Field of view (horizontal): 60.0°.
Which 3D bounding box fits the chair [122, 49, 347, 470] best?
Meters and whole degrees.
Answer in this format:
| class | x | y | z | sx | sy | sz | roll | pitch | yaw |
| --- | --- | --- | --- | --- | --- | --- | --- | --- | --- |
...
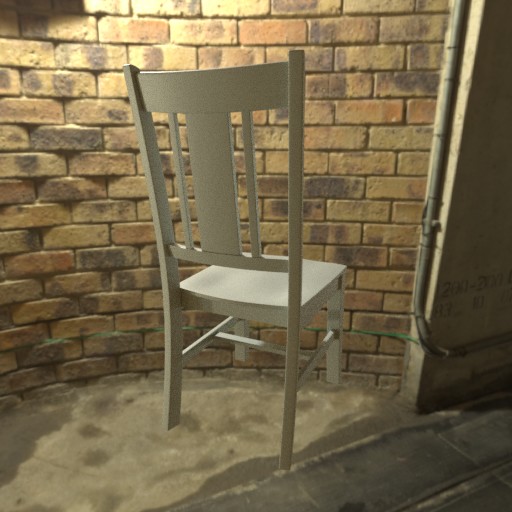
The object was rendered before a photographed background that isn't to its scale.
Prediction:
| class | x | y | z | sx | sy | sz | roll | pitch | yaw |
| --- | --- | --- | --- | --- | --- | --- | --- | --- | --- |
| chair | 0.000 | 0.000 | 1.294 | 0.450 | 0.998 | 0.555 | 7 | 17 | 25 |
